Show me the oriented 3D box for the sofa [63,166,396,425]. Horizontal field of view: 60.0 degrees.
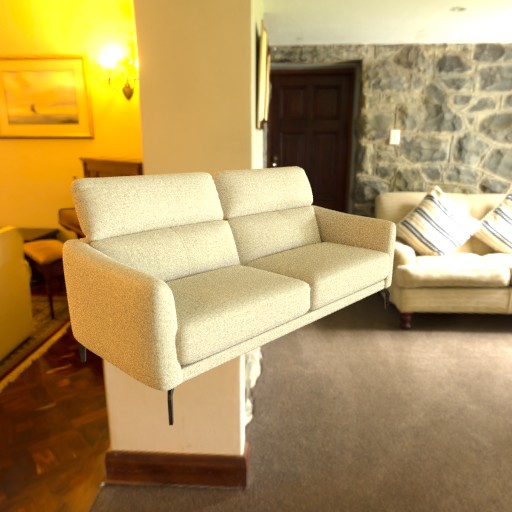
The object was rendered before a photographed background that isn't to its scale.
[{"bbox_3d":[0.000,0.000,2.616,0.856,0.956,2.015,13,19,42],"label":"sofa"}]
